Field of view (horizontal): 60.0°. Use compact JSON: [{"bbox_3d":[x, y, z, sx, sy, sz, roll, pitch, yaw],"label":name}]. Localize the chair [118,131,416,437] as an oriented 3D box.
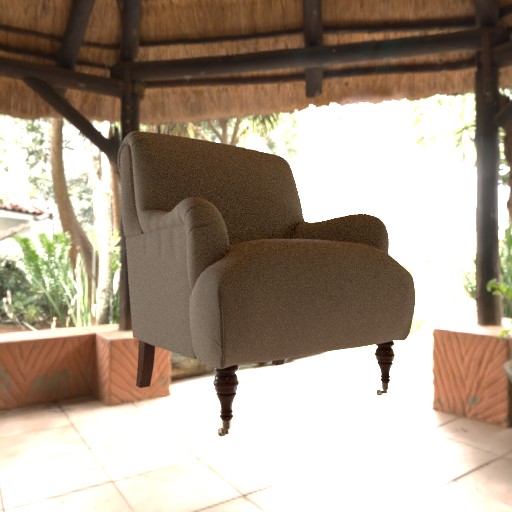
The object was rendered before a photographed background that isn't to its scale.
[{"bbox_3d":[0.000,0.000,1.559,0.766,0.942,0.842,1,-1,-35],"label":"chair"}]
